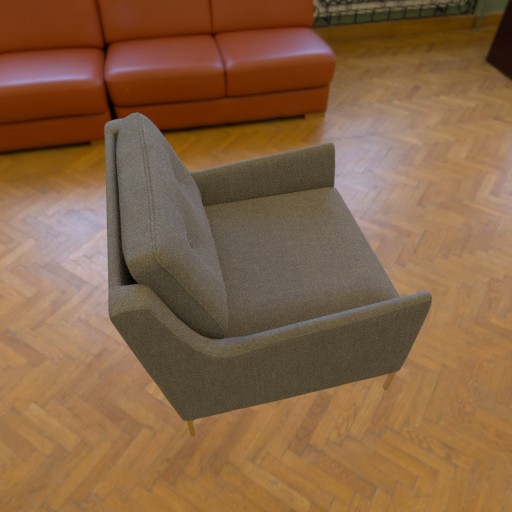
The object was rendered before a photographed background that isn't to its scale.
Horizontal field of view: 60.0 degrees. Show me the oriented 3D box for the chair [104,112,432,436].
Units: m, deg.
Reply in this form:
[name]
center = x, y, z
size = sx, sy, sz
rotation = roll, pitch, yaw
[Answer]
[chair]
center = 0.000, 0.000, 1.529
size = 0.849, 0.828, 0.847
rotation = -10, 48, -9
